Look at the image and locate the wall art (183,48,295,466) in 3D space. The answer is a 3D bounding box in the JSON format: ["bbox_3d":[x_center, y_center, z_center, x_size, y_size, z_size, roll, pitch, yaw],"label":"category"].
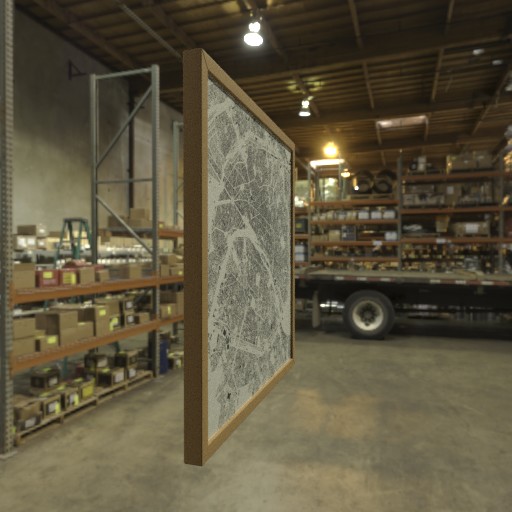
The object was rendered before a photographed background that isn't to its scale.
[{"bbox_3d":[0.000,0.000,1.173,0.037,0.761,0.761,0,1,18],"label":"wall art"}]
